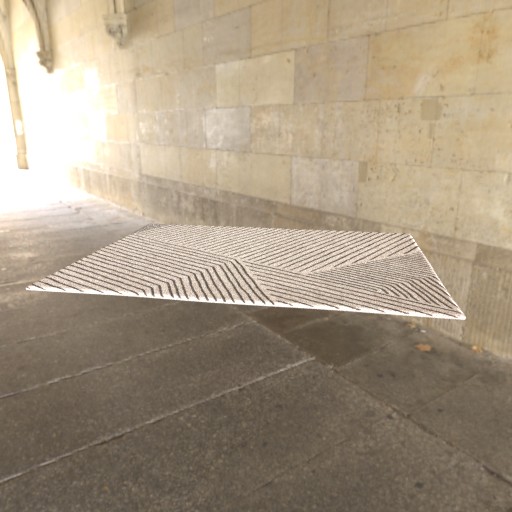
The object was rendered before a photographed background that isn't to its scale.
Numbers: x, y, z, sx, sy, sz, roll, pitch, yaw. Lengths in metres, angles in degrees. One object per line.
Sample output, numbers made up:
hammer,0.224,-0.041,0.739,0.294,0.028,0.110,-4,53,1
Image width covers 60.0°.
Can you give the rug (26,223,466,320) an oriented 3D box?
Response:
rug,0.000,0.000,3.264,2.449,0.028,1.829,3,17,10
